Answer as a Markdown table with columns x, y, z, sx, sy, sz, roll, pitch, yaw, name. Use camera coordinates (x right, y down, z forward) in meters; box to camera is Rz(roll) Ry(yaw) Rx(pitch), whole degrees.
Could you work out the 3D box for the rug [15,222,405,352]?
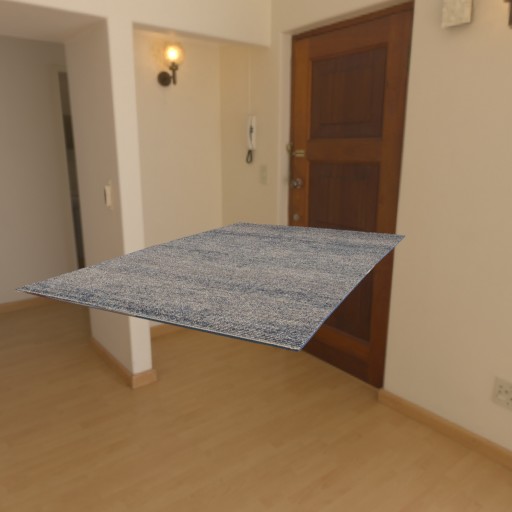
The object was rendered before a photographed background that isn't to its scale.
| x | y | z | sx | sy | sz | roll | pitch | yaw | name |
| --- | --- | --- | --- | --- | --- | --- | --- | --- | --- |
| 0.000 | 0.000 | 2.205 | 1.159 | 0.025 | 1.793 | 7 | 15 | 26 | rug |
